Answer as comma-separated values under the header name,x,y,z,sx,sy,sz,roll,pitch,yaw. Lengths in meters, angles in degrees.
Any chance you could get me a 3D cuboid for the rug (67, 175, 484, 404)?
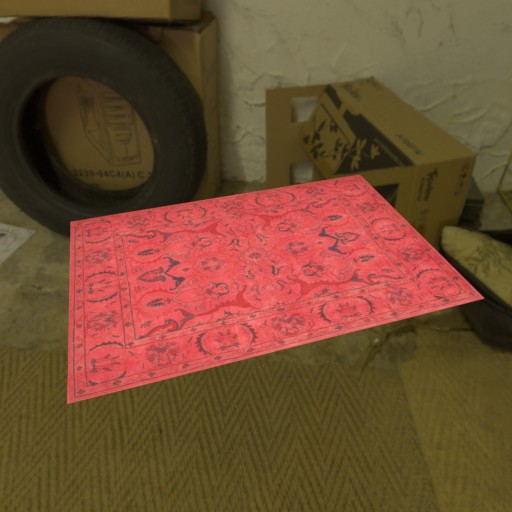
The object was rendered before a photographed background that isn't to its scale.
name,x,y,z,sx,sy,sz,roll,pitch,yaw
rug,0.000,0.000,2.266,1.814,0.008,1.209,-11,41,-13
